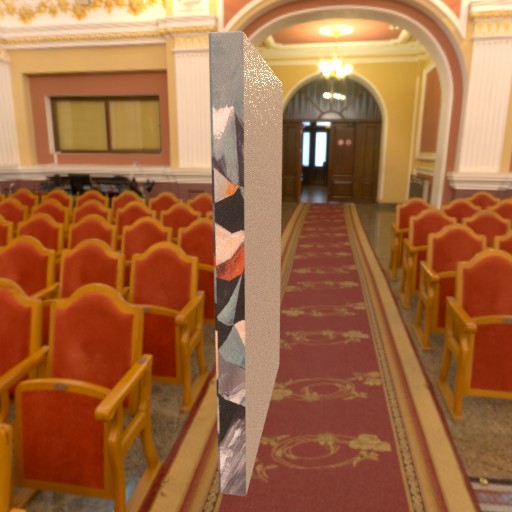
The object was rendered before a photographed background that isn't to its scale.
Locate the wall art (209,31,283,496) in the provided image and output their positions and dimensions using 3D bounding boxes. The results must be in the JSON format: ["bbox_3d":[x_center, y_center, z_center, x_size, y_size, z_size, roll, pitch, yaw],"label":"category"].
[{"bbox_3d":[0.000,0.000,1.135,0.061,0.911,0.609,2,13,9],"label":"wall art"}]
